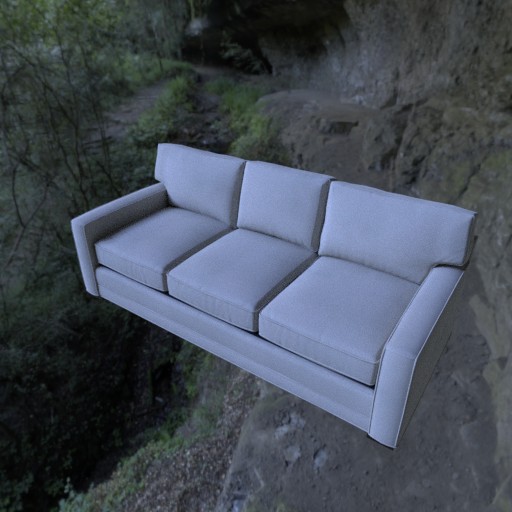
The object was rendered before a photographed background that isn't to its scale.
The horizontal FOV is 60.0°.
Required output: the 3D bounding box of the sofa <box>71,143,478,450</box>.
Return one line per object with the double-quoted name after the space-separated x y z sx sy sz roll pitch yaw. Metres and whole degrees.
0.000 0.000 2.524 2.088 0.862 0.935 19 35 29 "sofa"
